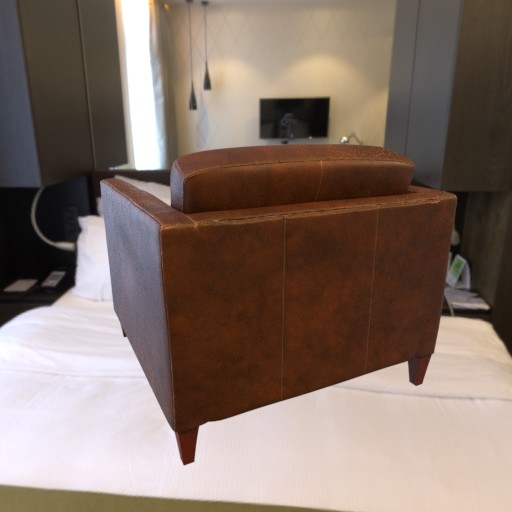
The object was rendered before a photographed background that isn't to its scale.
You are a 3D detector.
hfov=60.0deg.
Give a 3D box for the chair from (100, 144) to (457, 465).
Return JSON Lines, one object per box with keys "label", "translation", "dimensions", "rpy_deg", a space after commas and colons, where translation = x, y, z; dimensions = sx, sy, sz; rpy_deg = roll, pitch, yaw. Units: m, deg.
{"label": "chair", "translation": [0.000, 0.000, 1.716], "dimensions": [0.990, 0.864, 0.975], "rpy_deg": [-8, 18, -25]}
